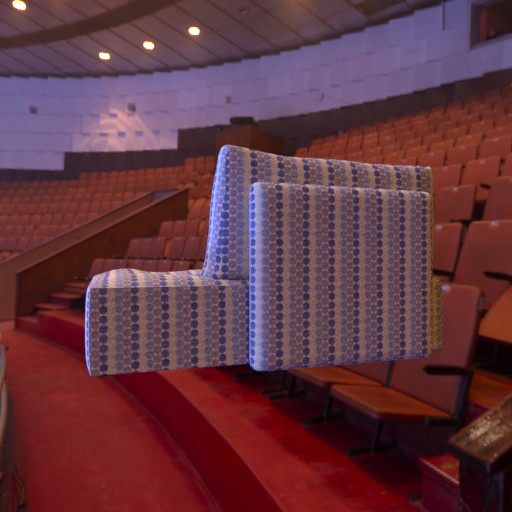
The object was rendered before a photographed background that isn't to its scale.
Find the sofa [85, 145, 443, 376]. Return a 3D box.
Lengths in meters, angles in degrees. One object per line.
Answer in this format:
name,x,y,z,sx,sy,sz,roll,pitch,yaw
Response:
sofa,0.000,0.000,2.047,1.450,0.820,1.000,0,0,-19
